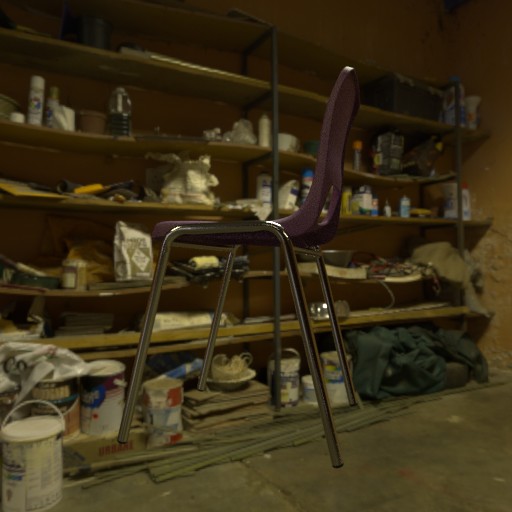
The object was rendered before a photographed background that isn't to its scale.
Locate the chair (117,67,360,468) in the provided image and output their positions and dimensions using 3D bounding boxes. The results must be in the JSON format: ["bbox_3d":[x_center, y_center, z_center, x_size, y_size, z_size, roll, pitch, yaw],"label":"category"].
[{"bbox_3d":[0.000,0.000,0.949,0.432,0.704,0.381,0,-2,17],"label":"chair"}]
